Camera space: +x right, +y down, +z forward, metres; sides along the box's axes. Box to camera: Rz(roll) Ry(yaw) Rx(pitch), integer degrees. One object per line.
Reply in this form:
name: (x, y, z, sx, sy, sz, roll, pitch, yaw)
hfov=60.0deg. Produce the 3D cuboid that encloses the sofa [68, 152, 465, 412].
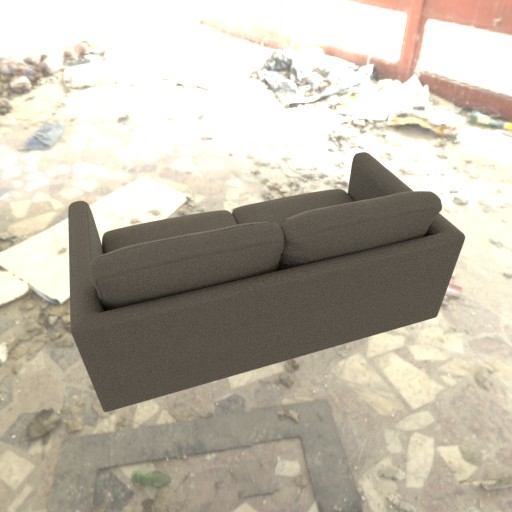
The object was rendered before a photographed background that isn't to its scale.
sofa: (0.000, 0.000, 2.272, 1.713, 0.866, 0.940, -12, 41, -14)
